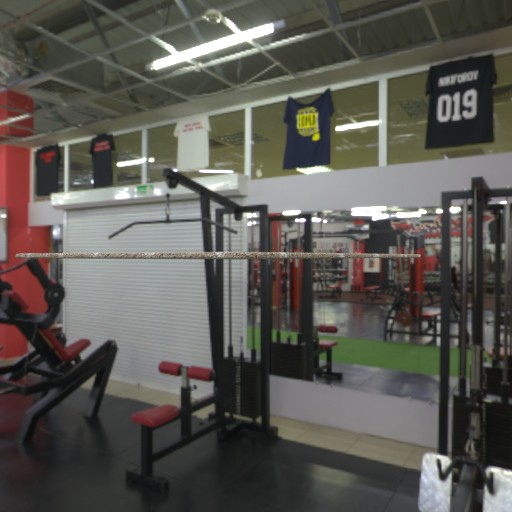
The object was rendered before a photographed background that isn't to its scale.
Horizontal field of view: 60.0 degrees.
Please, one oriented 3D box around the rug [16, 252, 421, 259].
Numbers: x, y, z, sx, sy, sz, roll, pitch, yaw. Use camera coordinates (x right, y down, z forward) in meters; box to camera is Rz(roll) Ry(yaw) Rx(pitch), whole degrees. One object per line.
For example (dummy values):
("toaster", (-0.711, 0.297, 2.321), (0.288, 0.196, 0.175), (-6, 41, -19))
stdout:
("rug", (0.000, 0.000, 3.393), (1.778, 0.030, 2.743), (0, 0, 34))
